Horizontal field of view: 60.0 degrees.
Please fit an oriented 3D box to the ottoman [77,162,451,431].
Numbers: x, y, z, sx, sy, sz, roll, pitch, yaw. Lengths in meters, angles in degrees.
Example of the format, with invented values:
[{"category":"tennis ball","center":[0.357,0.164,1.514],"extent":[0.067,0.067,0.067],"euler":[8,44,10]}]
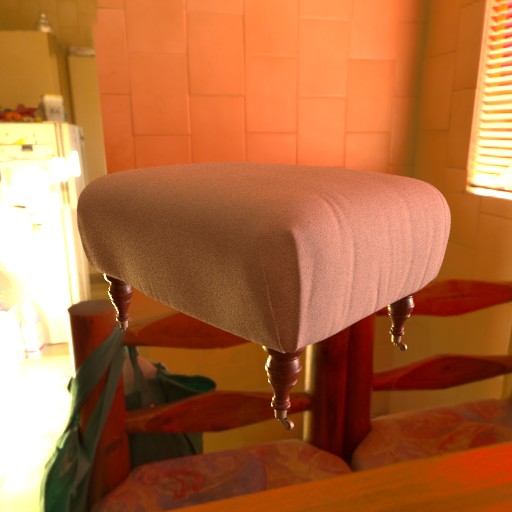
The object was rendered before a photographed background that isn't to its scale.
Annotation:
[{"category":"ottoman","center":[0.000,0.000,1.109],"extent":[0.746,0.450,0.622],"euler":[14,21,43]}]
